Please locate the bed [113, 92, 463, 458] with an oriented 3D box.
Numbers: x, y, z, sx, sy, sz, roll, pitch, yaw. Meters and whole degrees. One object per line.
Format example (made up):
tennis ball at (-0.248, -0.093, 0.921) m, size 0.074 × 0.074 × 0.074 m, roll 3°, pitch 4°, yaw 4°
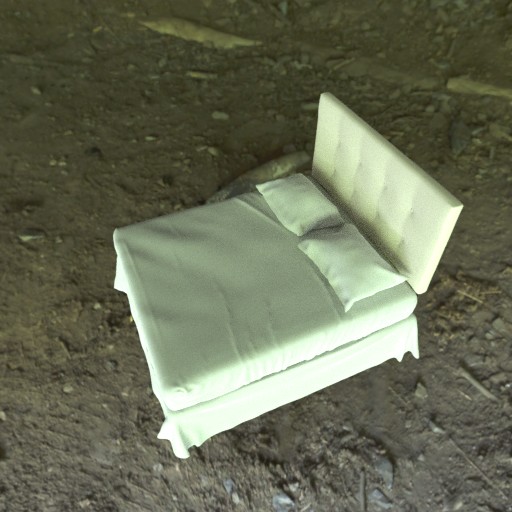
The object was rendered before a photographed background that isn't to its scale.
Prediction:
bed at (0.000, 0.000, 3.464) m, size 2.222 × 1.577 × 1.936 m, roll -18°, pitch 49°, yaw -16°
